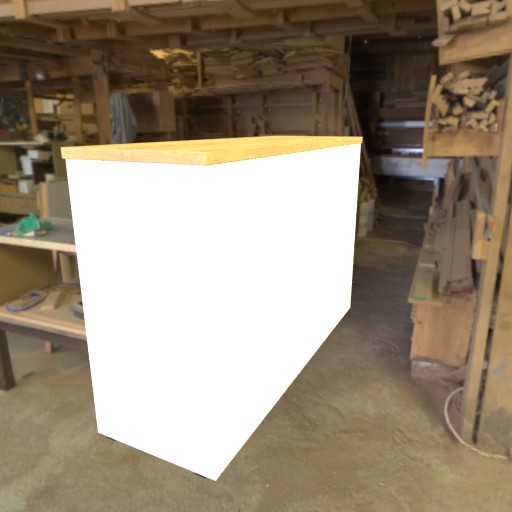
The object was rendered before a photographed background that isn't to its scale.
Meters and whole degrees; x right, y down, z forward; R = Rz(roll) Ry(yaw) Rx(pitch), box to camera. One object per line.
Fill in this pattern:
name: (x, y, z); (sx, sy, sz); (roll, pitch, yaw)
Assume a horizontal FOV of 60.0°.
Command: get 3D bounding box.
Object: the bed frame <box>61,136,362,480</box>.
bed frame: (0.000, 0.000, 1.685); (0.430, 0.850, 1.300); (8, 18, 26)
